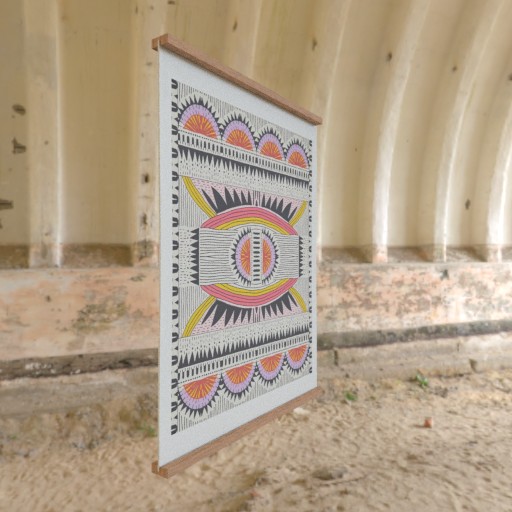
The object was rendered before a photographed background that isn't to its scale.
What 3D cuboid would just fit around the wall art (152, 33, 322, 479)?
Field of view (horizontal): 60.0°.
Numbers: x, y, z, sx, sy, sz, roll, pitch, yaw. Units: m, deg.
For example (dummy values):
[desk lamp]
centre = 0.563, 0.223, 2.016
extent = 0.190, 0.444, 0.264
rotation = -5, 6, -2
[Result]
[wall art]
centre = 0.000, 0.000, 0.695
extent = 0.028, 0.527, 0.403
rotation = 0, 0, 35
